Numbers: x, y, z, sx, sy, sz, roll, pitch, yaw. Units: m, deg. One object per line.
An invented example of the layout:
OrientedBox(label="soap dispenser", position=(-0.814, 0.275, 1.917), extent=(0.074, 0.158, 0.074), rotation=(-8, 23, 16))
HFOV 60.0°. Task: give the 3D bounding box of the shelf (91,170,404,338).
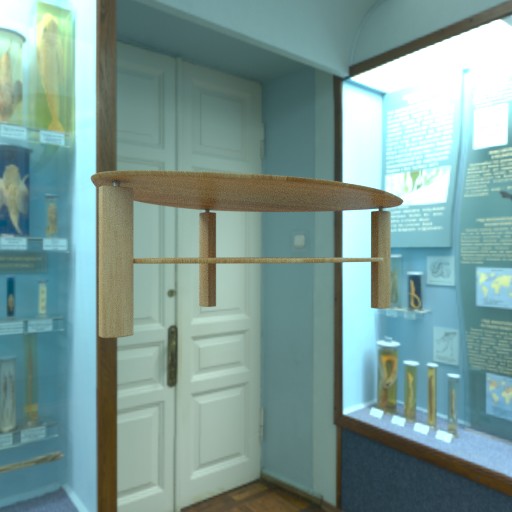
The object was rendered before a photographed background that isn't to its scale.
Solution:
OrientedBox(label="shelf", position=(0.000, 0.000, 1.650), extent=(1.246, 0.440, 0.845), rotation=(0, 0, -36))
